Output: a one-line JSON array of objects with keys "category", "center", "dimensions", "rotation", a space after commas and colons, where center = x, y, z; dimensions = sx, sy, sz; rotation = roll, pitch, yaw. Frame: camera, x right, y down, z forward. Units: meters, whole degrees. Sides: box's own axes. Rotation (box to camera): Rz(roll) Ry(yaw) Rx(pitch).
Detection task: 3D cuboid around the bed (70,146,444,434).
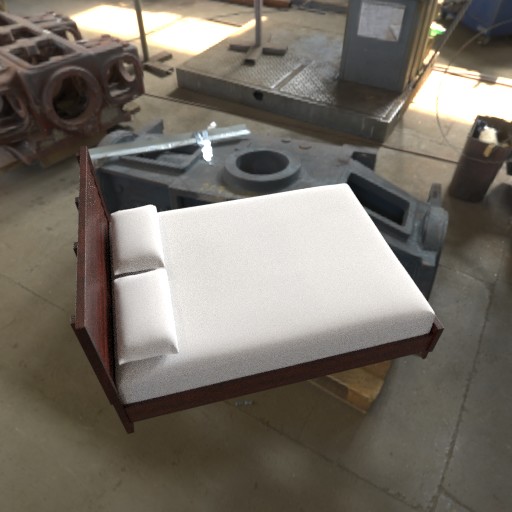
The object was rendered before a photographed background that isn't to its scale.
[{"category": "bed", "center": [0.000, 0.000, 4.057], "dimensions": [2.803, 1.492, 2.040], "rotation": [-11, 47, -10]}]
